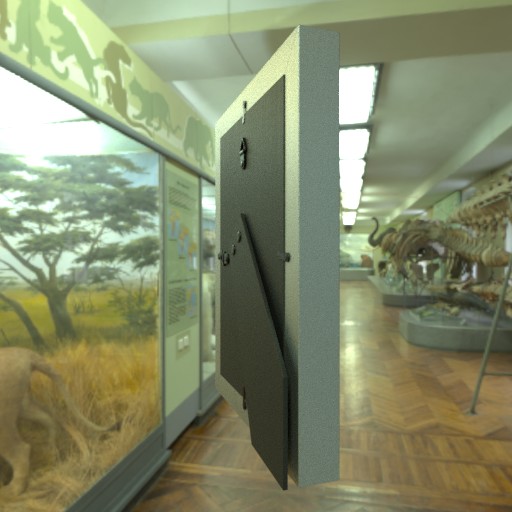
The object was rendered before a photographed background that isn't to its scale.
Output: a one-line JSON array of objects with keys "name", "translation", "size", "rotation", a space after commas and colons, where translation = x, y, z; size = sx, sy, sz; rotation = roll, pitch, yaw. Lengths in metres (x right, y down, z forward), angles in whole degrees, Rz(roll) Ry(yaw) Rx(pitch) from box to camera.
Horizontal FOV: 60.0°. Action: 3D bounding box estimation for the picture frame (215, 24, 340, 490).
[{"name": "picture frame", "translation": [0.000, 0.000, 0.275], "size": [0.028, 0.208, 0.157], "rotation": [0, 0, -19]}]
